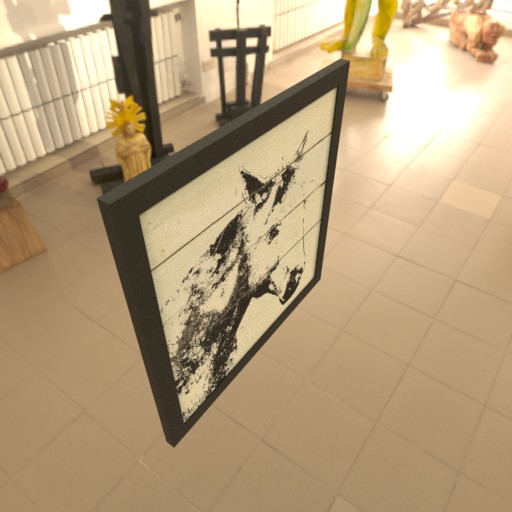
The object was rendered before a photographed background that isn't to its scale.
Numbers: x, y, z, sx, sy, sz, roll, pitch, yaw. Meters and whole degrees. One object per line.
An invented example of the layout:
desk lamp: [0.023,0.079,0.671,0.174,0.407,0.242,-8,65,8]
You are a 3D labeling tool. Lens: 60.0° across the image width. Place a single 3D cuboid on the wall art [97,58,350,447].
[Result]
wall art: [0.000,0.000,1.504,0.038,1.016,1.016,26,48,26]
